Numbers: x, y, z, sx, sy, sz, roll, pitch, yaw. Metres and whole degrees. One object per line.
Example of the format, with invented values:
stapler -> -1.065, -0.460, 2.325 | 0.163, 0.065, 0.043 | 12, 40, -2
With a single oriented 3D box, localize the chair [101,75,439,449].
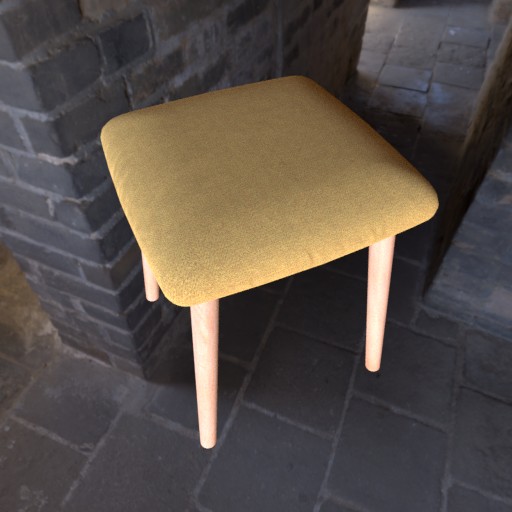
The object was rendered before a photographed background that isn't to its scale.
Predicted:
chair -> 0.000, 0.000, 0.699 | 0.350, 0.440, 0.350 | -19, 51, -16
